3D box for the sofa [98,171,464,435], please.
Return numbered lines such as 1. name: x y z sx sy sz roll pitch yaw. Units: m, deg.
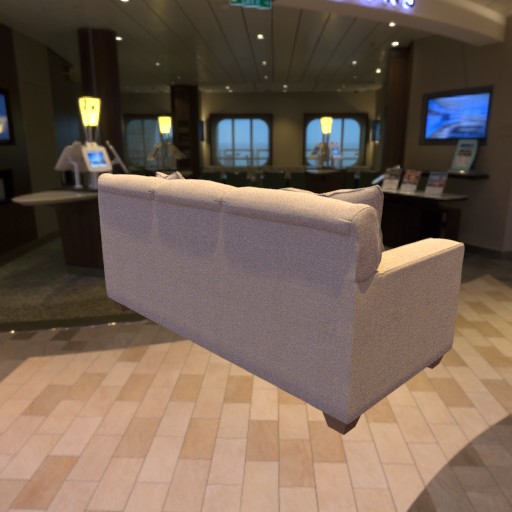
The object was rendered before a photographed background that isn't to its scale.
1. sofa: 0.000 0.000 2.599 0.997 0.958 2.024 -13 19 -42
